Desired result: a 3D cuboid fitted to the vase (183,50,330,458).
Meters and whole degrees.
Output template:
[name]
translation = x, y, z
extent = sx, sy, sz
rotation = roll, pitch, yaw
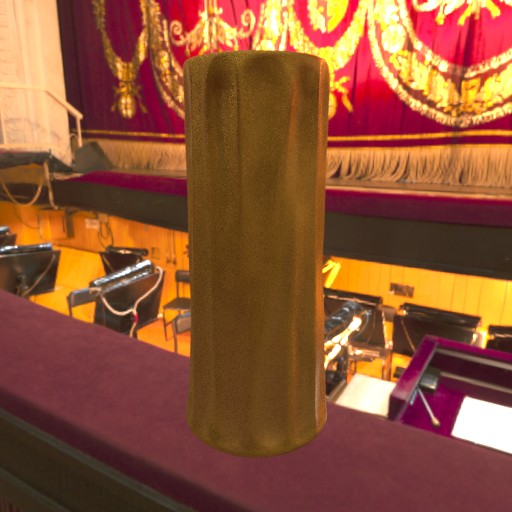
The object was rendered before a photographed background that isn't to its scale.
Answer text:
[vase]
translation = 0.000, 0.000, 0.177
extent = 0.061, 0.143, 0.061
rotation = 0, 14, 0
